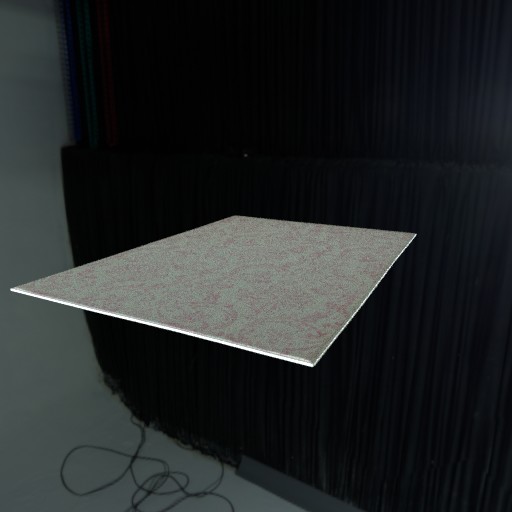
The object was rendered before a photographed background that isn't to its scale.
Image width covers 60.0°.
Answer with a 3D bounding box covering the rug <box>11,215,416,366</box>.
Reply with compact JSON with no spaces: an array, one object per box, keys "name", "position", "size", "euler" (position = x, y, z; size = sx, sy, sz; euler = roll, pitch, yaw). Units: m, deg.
[{"name":"rug","position":[0.000,0.000,2.780],"size":[1.598,0.014,2.202],"euler":[8,18,27]}]
